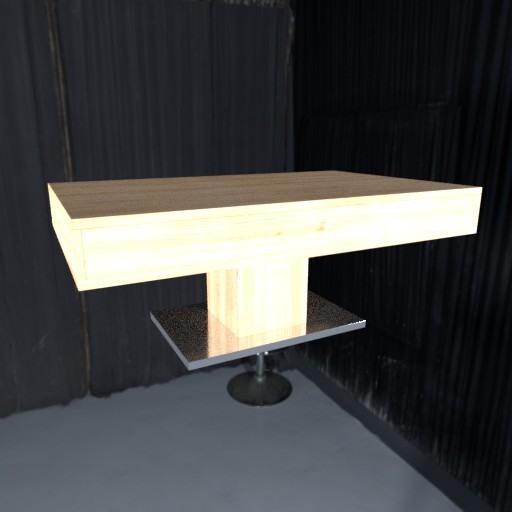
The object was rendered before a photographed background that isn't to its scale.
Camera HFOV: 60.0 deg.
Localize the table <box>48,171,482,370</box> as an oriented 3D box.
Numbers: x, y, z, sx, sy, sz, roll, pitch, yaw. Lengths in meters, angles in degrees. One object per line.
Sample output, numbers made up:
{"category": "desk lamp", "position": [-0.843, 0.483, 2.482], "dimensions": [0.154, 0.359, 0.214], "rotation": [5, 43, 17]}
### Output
{"category": "table", "position": [0.000, 0.000, 1.385], "dimensions": [1.100, 0.440, 0.700], "rotation": [-8, 17, -26]}
